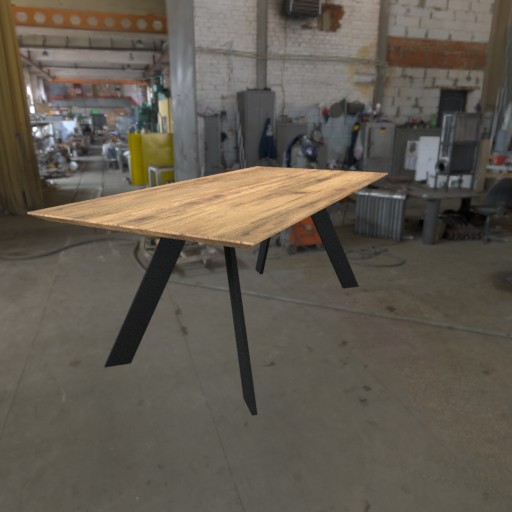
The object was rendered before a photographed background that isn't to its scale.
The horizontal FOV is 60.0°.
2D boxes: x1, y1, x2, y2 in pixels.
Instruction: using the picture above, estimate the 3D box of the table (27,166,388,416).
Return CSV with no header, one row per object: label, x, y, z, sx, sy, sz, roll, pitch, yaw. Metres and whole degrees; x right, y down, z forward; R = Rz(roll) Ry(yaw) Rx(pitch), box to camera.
table,0.000,0.000,2.491,1.000,0.770,2.000,9,19,26
